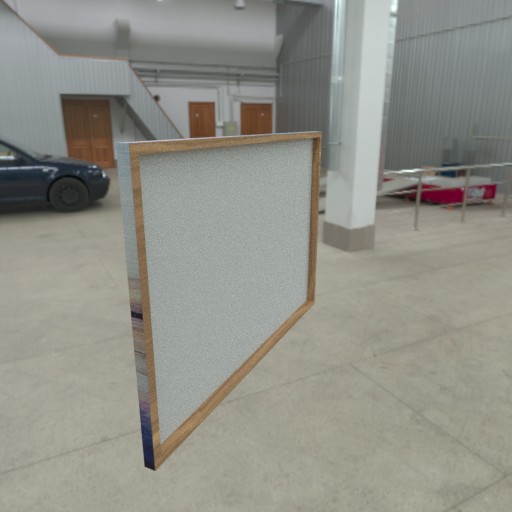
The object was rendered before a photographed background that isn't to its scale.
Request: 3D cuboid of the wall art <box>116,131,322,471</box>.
[{"bbox_3d":[0.000,0.000,0.763,0.018,0.402,0.604,8,19,25],"label":"wall art"}]
